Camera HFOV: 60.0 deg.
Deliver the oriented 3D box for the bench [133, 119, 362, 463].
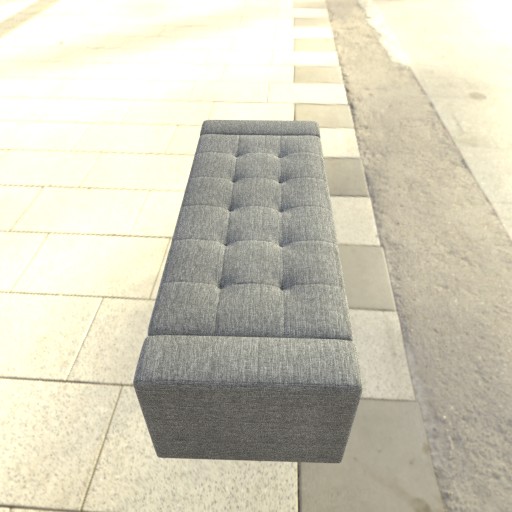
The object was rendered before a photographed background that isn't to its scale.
[{"bbox_3d":[0.000,0.000,1.565,0.508,0.445,1.296,1,42,1],"label":"bench"}]
